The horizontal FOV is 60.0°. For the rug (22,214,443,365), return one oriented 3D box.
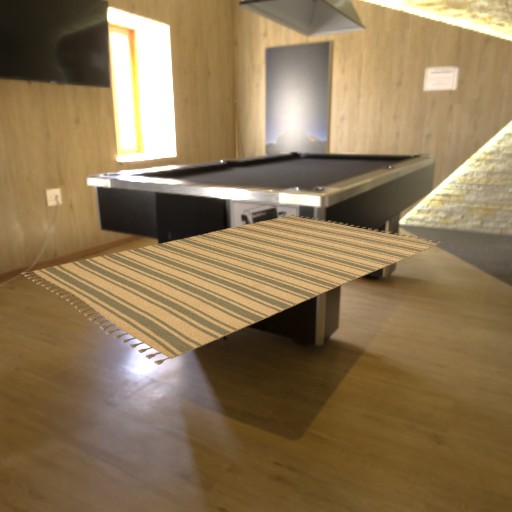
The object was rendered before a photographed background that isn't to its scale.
[{"bbox_3d":[0.000,0.000,2.476,2.084,0.009,1.222,-16,23,-42],"label":"rug"}]
